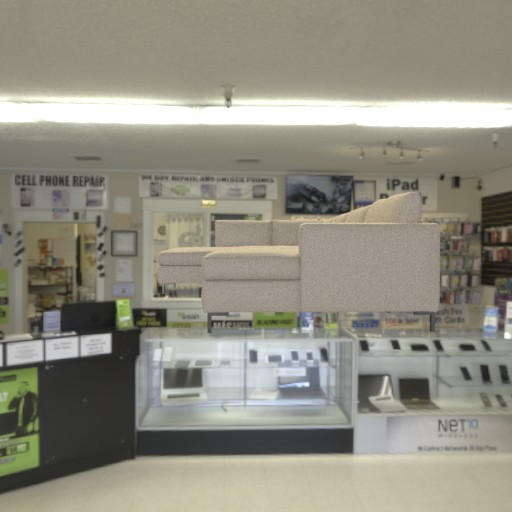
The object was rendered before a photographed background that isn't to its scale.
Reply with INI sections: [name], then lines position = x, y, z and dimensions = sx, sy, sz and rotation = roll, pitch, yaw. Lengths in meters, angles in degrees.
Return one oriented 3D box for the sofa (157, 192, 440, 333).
[sofa]
position = 0.000, 0.000, 3.628
dimensions = 1.879, 0.756, 2.737
rotation = 0, 1, -1
